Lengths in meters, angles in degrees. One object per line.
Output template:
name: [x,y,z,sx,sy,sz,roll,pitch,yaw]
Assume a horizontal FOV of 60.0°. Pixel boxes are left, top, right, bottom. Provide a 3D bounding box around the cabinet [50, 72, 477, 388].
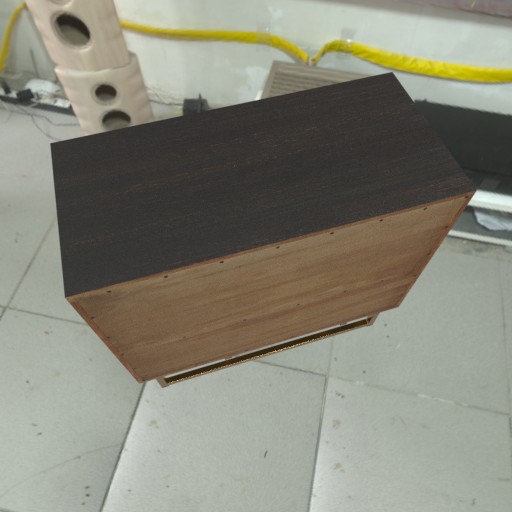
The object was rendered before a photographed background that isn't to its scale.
cabinet: [0.000,0.000,1.450,0.950,0.860,0.451,-15,60,-9]
